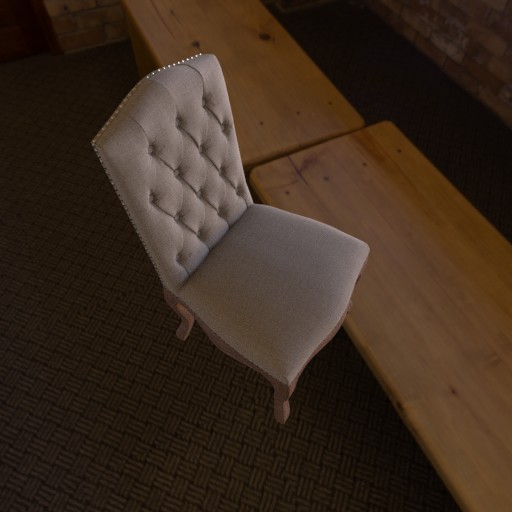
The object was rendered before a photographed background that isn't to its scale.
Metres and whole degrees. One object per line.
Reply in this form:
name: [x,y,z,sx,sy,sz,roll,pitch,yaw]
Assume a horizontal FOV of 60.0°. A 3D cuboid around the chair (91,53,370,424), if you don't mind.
chair: [0.000,0.000,1.586,0.731,1.191,0.637,28,61,17]
